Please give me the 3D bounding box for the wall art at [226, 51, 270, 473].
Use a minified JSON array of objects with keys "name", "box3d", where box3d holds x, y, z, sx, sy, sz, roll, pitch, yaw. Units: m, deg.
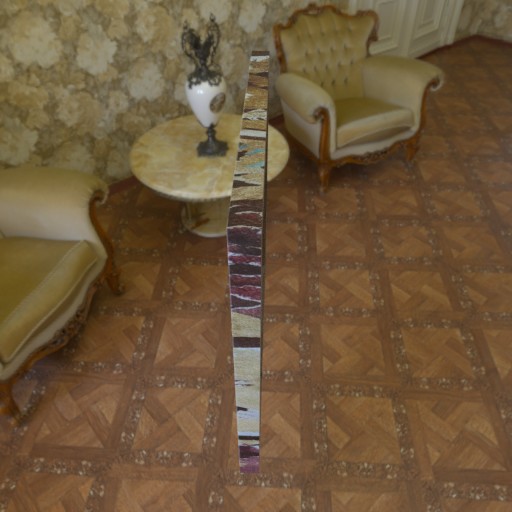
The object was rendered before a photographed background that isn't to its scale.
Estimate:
[{"name":"wall art","box3d":[0.000,0.000,0.906,0.041,0.613,0.609,1,41,2]}]
